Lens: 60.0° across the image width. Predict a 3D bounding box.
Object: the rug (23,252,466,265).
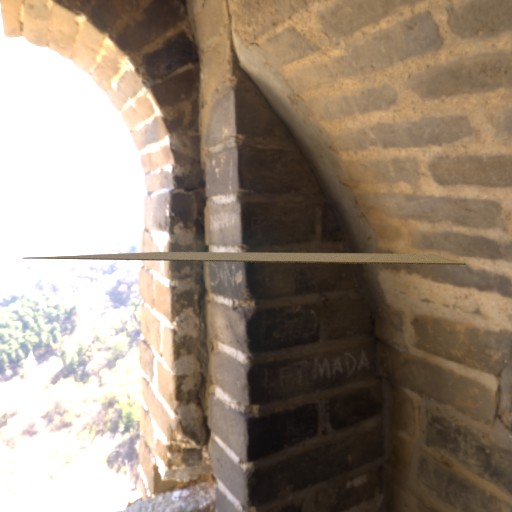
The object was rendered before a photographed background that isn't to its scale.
[{"bbox_3d":[0.000,0.000,2.888,2.286,0.006,1.524,1,2,18],"label":"rug"}]
